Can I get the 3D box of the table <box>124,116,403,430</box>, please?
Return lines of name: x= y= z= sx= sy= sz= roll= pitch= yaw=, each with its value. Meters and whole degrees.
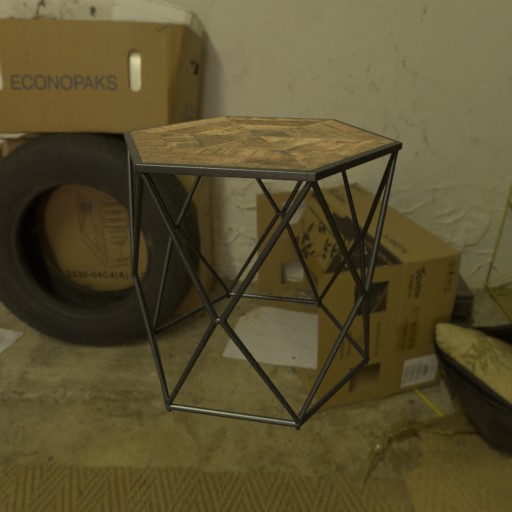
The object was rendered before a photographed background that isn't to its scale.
table: x=0.000 y=0.000 z=1.061 sx=0.579 sy=0.564 sz=0.578 roll=-9 pitch=28 yaw=-17
